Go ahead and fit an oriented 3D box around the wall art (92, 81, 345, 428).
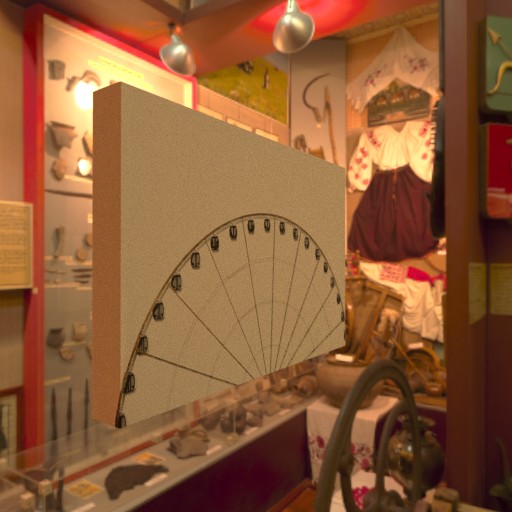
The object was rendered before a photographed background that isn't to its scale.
[{"bbox_3d":[0.000,0.000,0.489,0.039,0.254,0.384,0,0,37],"label":"wall art"}]
